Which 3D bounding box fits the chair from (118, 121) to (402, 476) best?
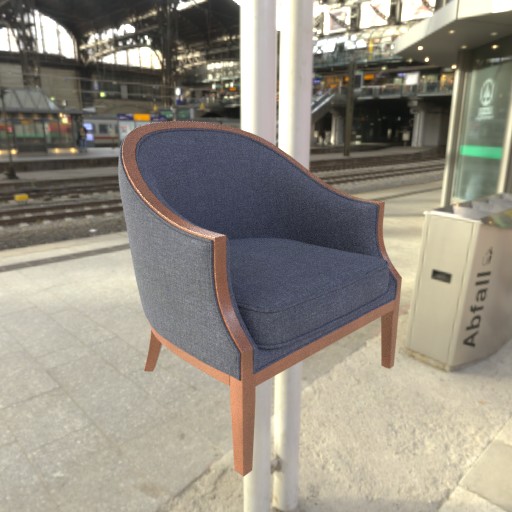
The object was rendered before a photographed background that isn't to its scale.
[{"bbox_3d":[0.000,0.000,1.483,0.735,0.876,0.803,15,21,43],"label":"chair"}]
